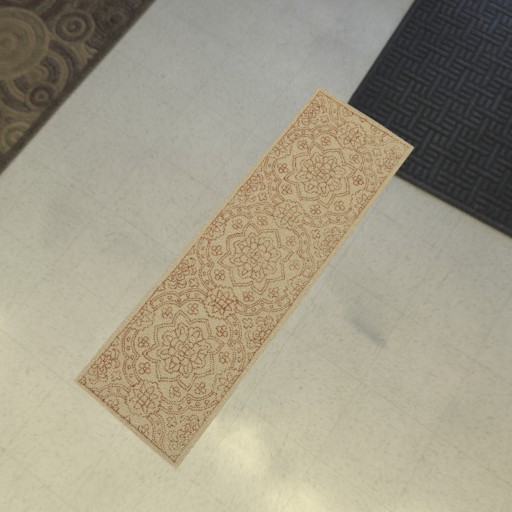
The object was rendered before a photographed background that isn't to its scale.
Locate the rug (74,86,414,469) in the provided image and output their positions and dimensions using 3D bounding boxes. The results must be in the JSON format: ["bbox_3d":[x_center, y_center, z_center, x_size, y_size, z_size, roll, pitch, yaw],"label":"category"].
[{"bbox_3d":[0.000,0.000,2.724,0.769,0.012,2.448,36,78,9],"label":"rug"}]
